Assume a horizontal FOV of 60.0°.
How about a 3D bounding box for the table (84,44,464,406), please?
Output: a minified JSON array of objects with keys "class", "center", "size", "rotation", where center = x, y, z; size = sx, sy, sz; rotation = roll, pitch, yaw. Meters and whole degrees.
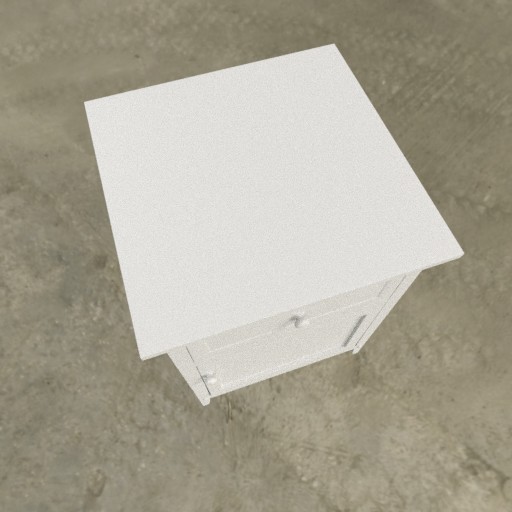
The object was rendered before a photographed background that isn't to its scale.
[{"class":"table","center":[0.000,0.000,0.781],"size":[0.381,0.483,0.381],"rotation":[-17,64,-8]}]
